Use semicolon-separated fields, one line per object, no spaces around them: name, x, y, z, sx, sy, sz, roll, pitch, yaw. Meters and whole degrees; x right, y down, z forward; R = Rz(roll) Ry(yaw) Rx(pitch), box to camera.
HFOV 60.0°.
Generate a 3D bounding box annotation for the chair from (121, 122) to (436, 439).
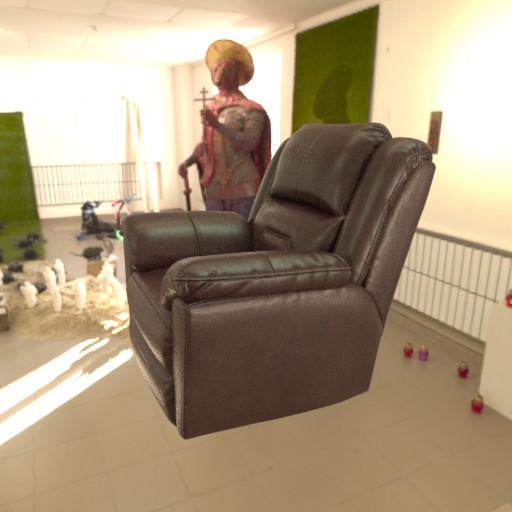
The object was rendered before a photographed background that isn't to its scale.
chair;0.000;0.000;1.895;1.041;1.093;0.990;-8;18;-25
